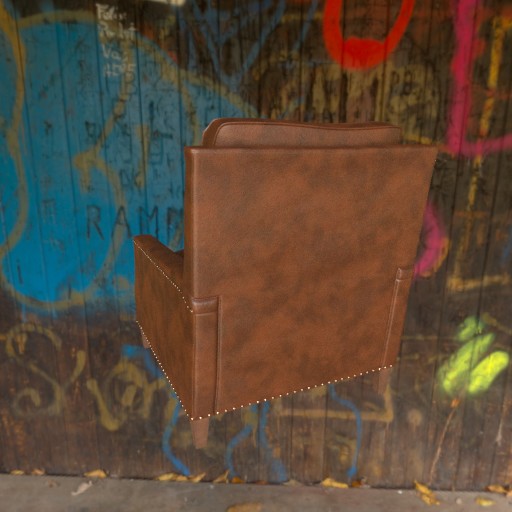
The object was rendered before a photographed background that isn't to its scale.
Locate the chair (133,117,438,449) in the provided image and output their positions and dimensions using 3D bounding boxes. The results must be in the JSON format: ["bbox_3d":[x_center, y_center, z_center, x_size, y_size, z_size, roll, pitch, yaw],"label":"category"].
[{"bbox_3d":[0.000,0.000,1.832,0.854,1.054,1.035,-7,16,-24],"label":"chair"}]
